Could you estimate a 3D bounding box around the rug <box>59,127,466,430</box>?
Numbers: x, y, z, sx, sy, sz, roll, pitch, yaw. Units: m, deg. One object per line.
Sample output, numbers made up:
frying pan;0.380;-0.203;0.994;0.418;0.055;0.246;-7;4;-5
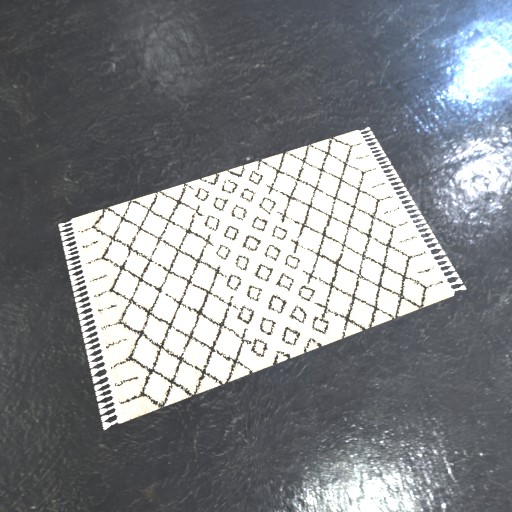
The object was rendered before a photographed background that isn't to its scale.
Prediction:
rug;0.000;0.000;2.491;2.006;0.008;1.196;-19;67;-8
